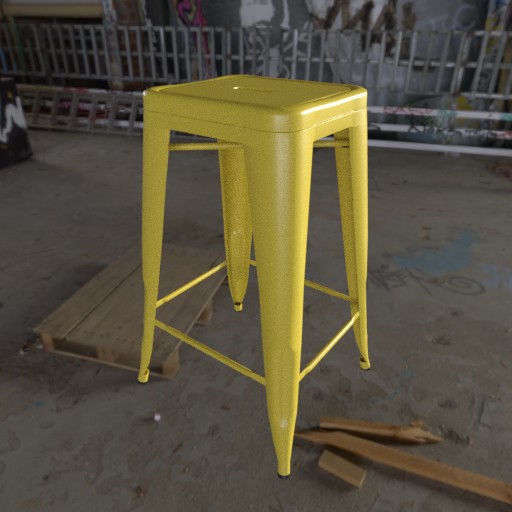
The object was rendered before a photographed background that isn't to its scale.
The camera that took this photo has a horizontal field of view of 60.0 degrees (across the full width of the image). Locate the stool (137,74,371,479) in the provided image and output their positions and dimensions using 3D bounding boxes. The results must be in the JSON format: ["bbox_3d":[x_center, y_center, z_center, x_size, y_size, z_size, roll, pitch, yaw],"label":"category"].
[{"bbox_3d":[0.000,0.000,0.849,0.399,0.609,0.359,20,34,31],"label":"stool"}]
